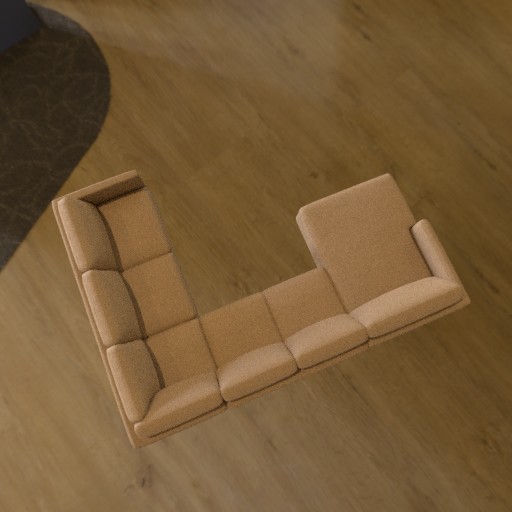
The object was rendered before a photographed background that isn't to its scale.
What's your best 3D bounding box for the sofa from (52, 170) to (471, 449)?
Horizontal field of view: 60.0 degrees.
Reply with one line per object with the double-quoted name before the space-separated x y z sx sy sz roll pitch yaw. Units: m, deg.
"sofa" 0.000 0.000 4.526 3.403 0.889 2.551 -22 78 -5
